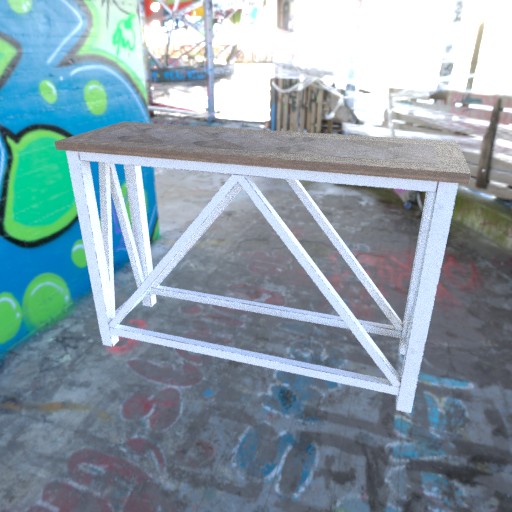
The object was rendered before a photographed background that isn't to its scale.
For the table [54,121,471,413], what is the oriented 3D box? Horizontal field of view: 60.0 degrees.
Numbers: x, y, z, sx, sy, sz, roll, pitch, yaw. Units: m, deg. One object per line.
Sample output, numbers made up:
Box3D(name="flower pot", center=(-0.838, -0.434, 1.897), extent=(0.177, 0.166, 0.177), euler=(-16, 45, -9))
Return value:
Box3D(name="table", center=(0.000, 0.000, 1.820), extent=(1.400, 0.930, 0.450), euler=(8, 27, 16))
